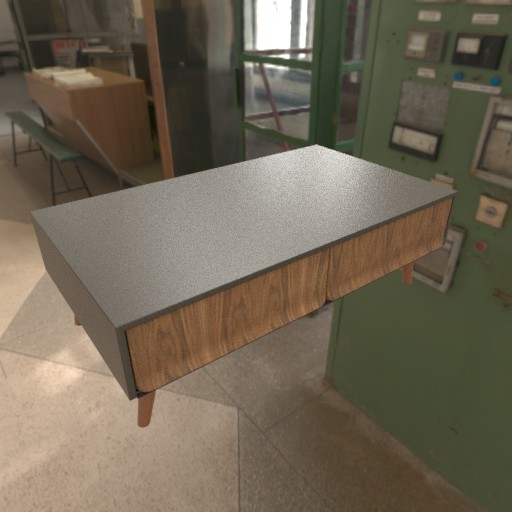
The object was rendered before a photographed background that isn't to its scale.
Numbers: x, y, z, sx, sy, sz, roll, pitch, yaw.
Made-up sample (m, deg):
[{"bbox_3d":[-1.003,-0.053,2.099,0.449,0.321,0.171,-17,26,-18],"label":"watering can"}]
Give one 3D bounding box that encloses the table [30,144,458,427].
[{"bbox_3d":[0.000,0.000,1.521,1.201,0.404,0.703,-21,36,-31],"label":"table"}]
